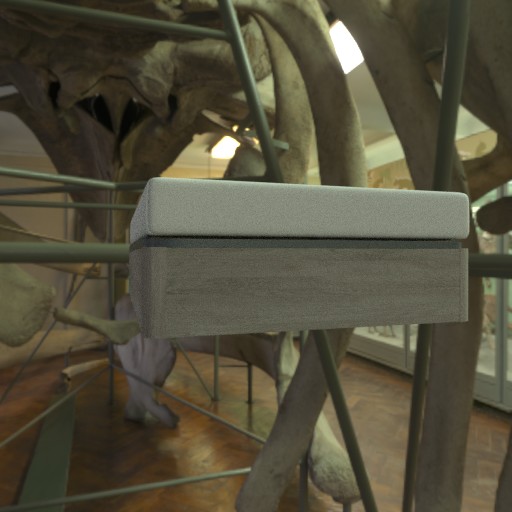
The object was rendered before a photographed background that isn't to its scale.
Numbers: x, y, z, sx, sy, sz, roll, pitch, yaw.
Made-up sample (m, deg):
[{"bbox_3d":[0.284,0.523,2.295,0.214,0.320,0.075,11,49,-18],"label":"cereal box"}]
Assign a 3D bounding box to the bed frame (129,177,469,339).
[{"bbox_3d":[0.000,0.000,2.618,1.400,0.561,1.900,0,0,-17],"label":"bed frame"}]
